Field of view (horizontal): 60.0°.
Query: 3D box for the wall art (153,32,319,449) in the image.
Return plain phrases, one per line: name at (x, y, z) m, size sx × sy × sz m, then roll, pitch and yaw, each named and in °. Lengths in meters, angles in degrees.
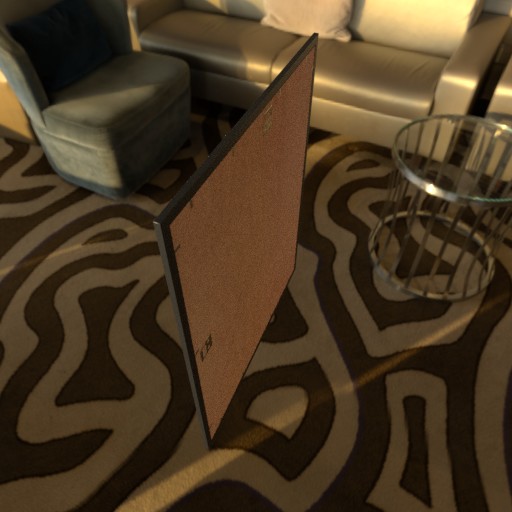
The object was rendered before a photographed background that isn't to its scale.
wall art at (0.000, 0.000, 0.886) m, size 0.018 × 0.660 × 0.559 m, roll 17°, pitch 49°, yaw 15°
